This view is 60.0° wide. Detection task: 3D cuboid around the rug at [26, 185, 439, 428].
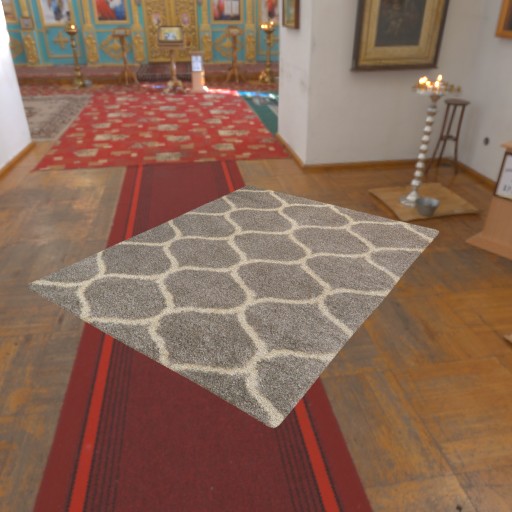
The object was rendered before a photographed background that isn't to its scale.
[{"bbox_3d":[0.000,0.000,3.996,2.399,0.026,3.000,19,33,31],"label":"rug"}]
